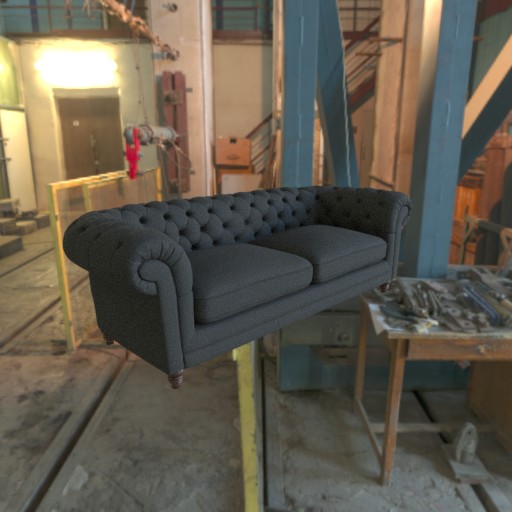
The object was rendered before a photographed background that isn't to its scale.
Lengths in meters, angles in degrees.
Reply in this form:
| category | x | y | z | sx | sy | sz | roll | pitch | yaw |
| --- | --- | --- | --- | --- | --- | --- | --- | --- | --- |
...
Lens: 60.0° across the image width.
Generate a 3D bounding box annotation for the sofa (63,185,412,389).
| category | x | y | z | sx | sy | sz | roll | pitch | yaw |
| --- | --- | --- | --- | --- | --- | --- | --- | --- | --- |
| sofa | 0.000 | 0.000 | 2.878 | 2.362 | 0.762 | 0.991 | -14 | 20 | -43 |
